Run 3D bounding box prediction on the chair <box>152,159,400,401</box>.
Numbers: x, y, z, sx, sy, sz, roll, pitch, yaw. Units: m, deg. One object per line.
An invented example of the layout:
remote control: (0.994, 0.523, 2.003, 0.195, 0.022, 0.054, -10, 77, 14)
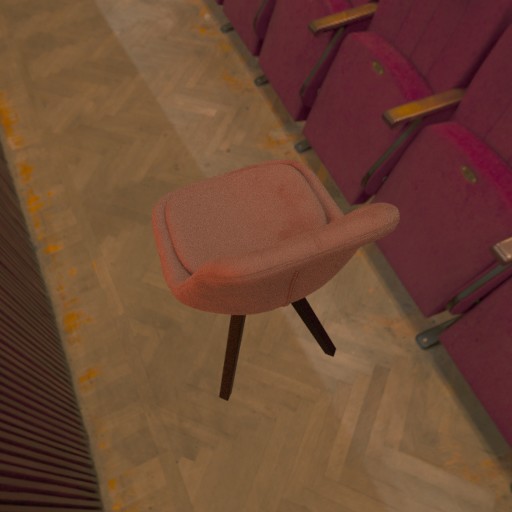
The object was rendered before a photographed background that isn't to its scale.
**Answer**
chair: (0.000, 0.000, 1.172, 0.483, 0.865, 0.547, -19, 61, -11)
